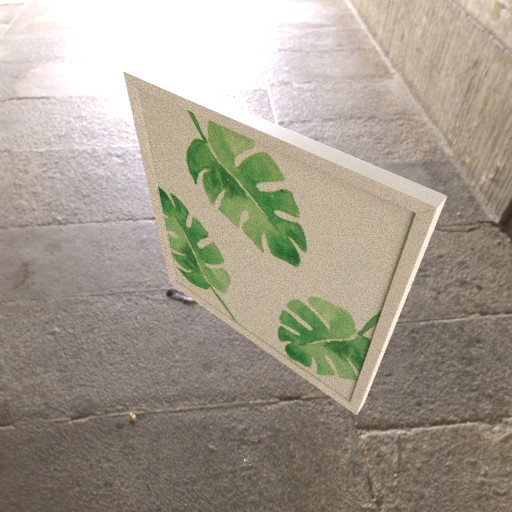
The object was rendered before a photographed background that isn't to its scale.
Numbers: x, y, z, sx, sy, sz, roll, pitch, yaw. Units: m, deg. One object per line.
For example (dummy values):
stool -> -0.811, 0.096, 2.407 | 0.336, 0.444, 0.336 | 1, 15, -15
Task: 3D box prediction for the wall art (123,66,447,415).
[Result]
wall art -> 0.000, 0.000, 1.144 | 0.762, 0.762, 0.040 | 31, 54, 26
